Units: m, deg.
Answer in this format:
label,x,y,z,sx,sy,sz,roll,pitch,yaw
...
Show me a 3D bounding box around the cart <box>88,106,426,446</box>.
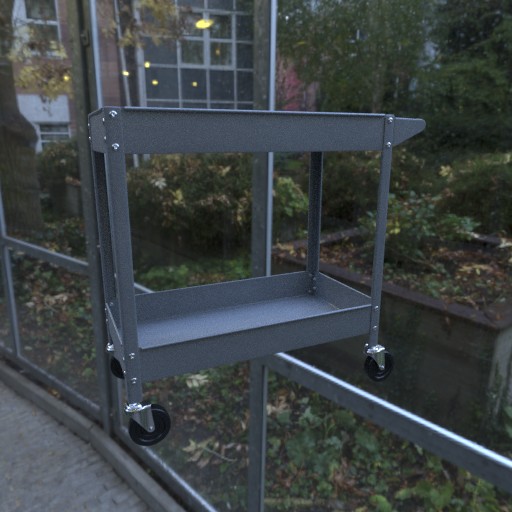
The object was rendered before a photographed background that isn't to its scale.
label,x,y,z,sx,sy,sz,roll,pitch,yaw
cart,0.000,0.000,1.187,0.779,0.719,0.366,-7,16,-24
